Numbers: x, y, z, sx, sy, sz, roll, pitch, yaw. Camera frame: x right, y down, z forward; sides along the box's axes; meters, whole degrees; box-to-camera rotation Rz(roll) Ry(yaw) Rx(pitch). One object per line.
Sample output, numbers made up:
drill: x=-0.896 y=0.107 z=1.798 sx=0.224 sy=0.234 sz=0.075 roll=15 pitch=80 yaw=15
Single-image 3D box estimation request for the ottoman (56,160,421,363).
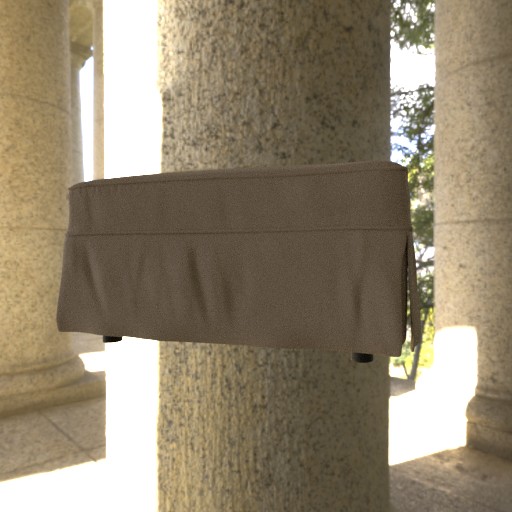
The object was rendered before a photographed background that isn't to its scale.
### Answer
ottoman: x=0.000 y=0.000 z=1.371 sx=0.959 sy=0.482 sz=0.721 roll=0 pitch=0 yaw=19
